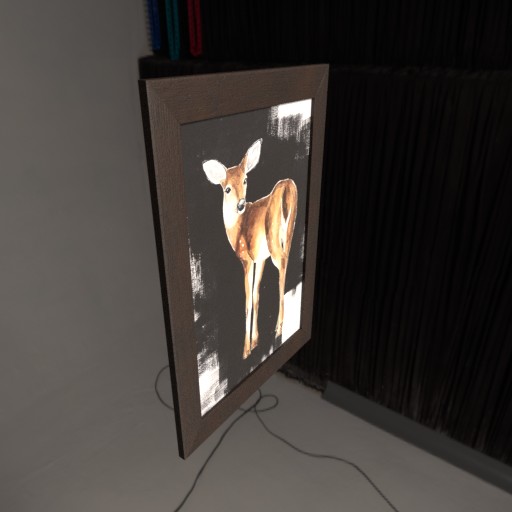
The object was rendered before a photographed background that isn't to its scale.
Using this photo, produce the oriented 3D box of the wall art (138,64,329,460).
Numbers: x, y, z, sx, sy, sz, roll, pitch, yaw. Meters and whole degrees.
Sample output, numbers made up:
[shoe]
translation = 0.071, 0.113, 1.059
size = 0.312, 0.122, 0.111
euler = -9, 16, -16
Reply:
[wall art]
translation = 0.000, 0.000, 0.655
size = 0.013, 0.508, 0.359
euler = 18, 31, 32
